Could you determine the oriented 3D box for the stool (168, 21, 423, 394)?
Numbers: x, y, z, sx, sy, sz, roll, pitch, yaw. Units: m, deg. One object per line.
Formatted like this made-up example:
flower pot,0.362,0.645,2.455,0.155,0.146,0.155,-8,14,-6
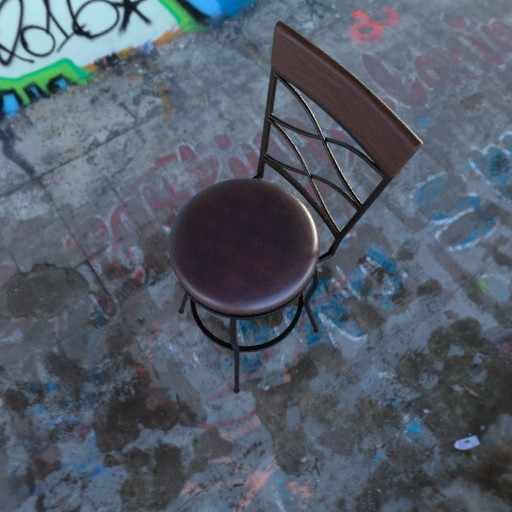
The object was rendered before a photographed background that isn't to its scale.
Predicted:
stool,0.000,0.000,1.372,0.513,1.130,0.448,-33,68,-15
